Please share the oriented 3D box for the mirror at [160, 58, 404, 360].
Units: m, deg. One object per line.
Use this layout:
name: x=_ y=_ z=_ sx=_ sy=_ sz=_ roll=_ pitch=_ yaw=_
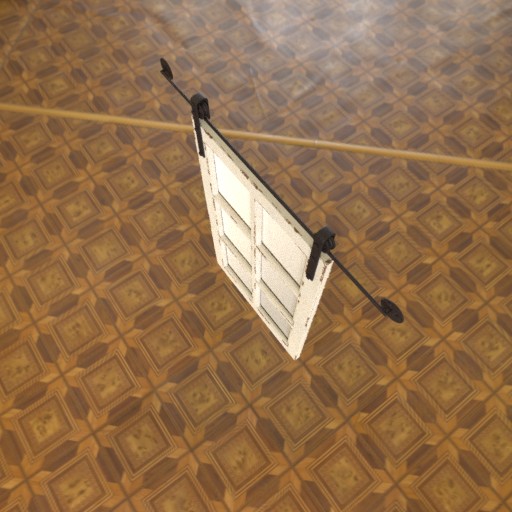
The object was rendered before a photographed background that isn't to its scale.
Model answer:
mirror: x=0.000 y=0.000 z=1.242 sx=0.037 sy=0.844 sz=0.808 roll=-34 pitch=68 yaw=-16
